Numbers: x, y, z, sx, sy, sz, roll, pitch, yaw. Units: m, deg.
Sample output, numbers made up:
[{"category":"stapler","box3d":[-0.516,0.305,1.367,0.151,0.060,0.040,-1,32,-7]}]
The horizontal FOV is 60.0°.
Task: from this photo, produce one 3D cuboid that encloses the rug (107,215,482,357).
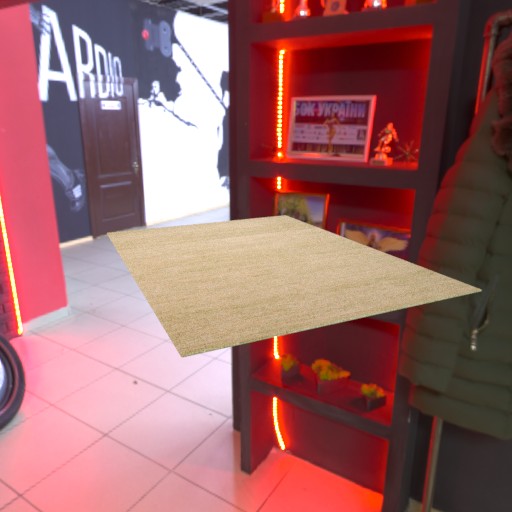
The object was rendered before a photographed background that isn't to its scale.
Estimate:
[{"category":"rug","box3d":[0.000,0.000,4.372,2.425,0.016,3.198,-8,18,-24]}]
